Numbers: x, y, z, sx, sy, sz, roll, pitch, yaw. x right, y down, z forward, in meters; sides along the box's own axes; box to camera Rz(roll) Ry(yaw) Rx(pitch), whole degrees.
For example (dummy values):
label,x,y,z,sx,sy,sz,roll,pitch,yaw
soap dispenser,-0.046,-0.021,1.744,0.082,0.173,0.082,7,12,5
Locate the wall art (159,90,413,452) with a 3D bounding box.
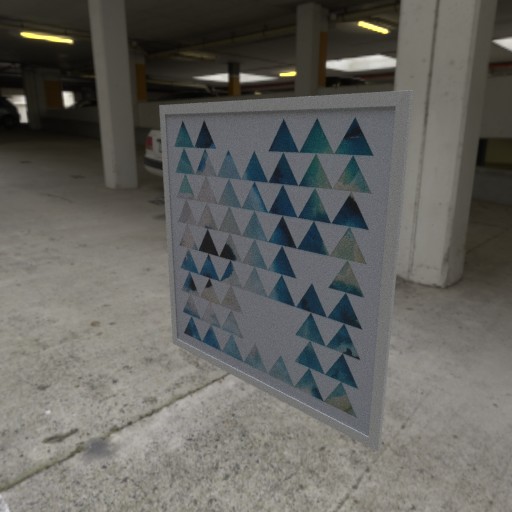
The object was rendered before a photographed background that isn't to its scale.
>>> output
label,x,y,z,sx,sy,sz,roll,pitch,yaw
wall art,0.000,0.000,0.685,0.456,0.456,0.007,15,22,41
